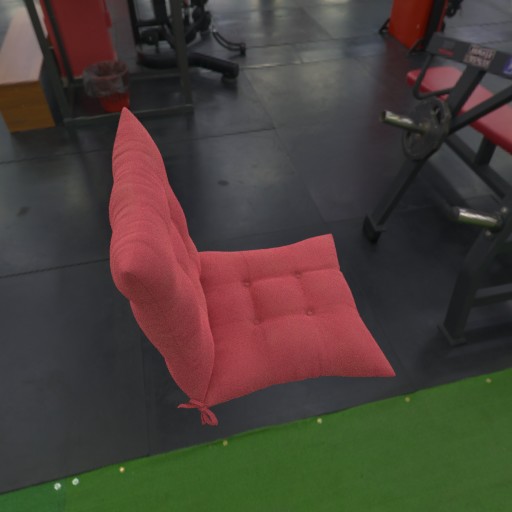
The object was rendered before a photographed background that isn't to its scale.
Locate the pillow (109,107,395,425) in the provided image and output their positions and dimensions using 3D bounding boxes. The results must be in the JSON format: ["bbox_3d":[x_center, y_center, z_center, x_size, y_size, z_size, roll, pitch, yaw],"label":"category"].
[{"bbox_3d":[0.000,0.000,1.029,0.585,0.536,0.541,-8,46,-8],"label":"pillow"}]
